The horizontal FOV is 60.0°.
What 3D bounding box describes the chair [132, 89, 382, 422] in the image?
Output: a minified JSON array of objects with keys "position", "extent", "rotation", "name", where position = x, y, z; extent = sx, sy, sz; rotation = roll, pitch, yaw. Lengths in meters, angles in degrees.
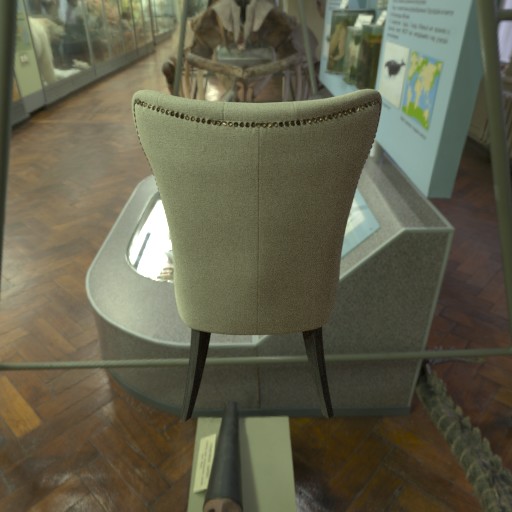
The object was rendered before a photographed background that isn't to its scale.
[{"position":[0.000,0.000,1.413],"extent":[0.584,1.065,0.590],"rotation":[-1,30,-1],"name":"chair"}]
